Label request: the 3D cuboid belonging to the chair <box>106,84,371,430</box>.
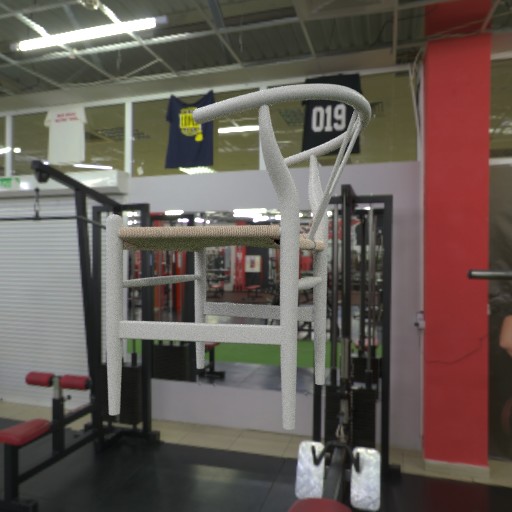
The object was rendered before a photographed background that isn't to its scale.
[{"bbox_3d":[0.000,0.000,1.150,0.579,0.730,0.569,0,0,19],"label":"chair"}]
